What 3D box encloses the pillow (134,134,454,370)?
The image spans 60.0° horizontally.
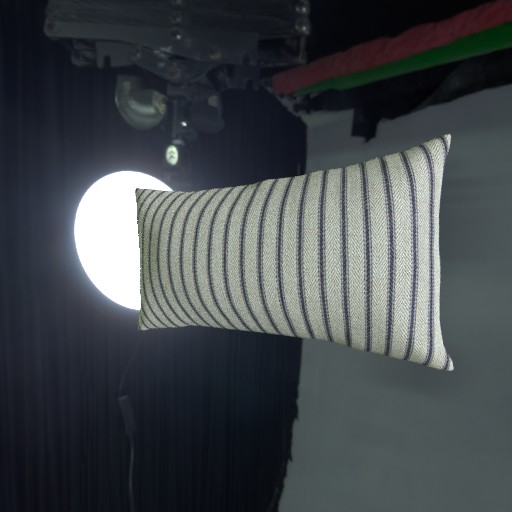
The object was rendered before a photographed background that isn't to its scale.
[{"bbox_3d":[0.000,0.000,0.735,0.609,0.305,0.151,0,0,36],"label":"pillow"}]
